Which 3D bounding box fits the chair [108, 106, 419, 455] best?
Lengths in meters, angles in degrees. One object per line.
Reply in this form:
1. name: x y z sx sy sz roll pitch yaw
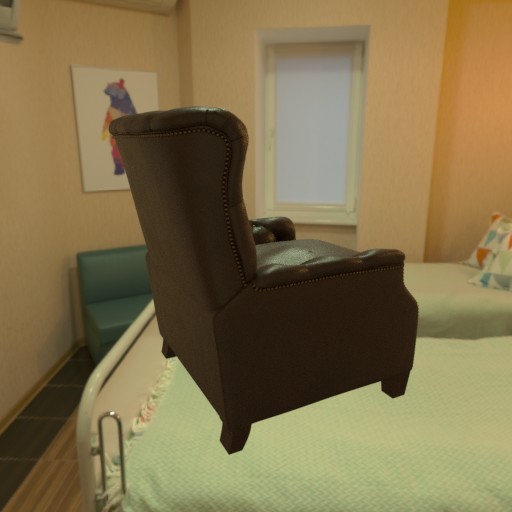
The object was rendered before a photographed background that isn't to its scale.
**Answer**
1. chair: 0.000 0.000 1.434 0.823 0.864 0.709 -7 16 -26
